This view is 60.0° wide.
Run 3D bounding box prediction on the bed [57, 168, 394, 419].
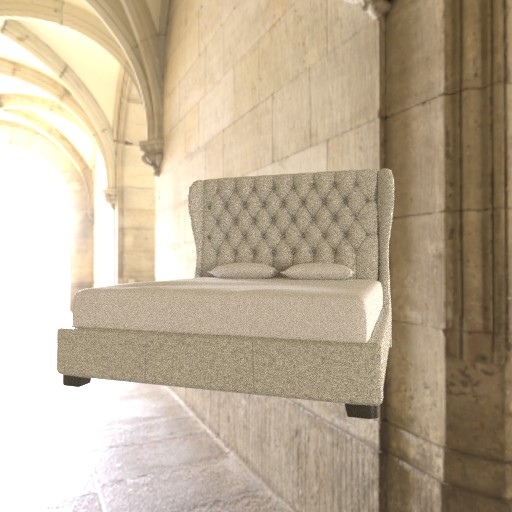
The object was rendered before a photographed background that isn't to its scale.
[{"bbox_3d":[0.000,0.000,3.771,2.219,1.771,2.347,0,0,18],"label":"bed"}]
